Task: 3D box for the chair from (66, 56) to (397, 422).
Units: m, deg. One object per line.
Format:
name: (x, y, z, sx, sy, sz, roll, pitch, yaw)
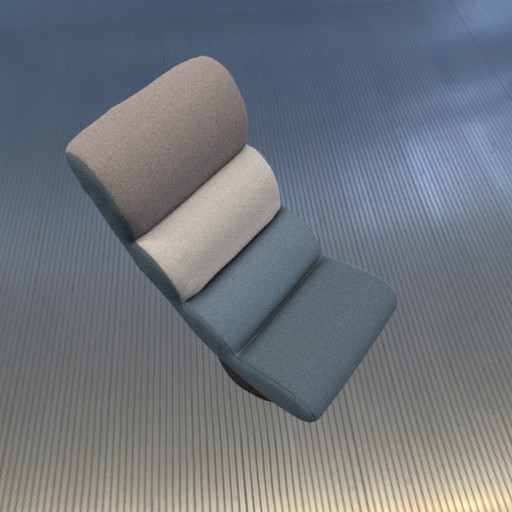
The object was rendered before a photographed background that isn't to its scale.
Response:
chair: (0.000, 0.000, 1.063, 0.661, 0.641, 0.420, 34, 64, 19)
